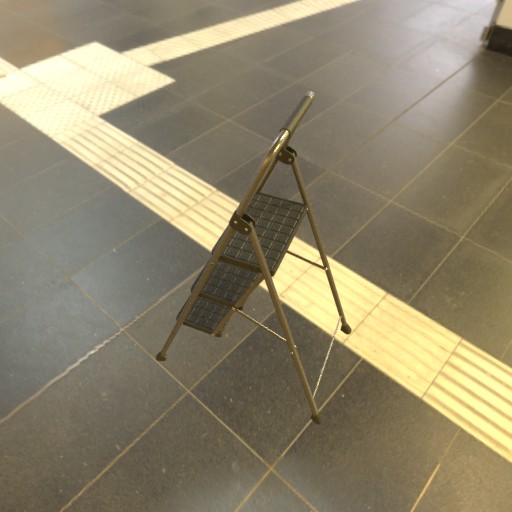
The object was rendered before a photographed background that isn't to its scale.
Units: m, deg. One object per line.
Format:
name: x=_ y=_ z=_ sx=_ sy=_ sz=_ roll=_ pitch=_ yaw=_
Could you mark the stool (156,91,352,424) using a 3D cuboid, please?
stool: x=0.000 y=0.000 z=1.506 sx=0.733 sy=1.121 sz=0.473 roll=17 pitch=50 yaw=15
